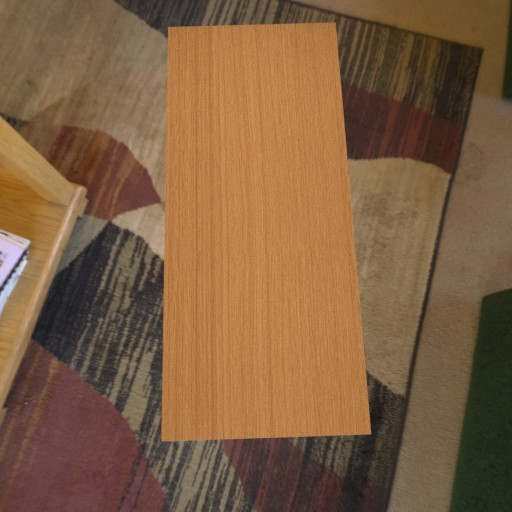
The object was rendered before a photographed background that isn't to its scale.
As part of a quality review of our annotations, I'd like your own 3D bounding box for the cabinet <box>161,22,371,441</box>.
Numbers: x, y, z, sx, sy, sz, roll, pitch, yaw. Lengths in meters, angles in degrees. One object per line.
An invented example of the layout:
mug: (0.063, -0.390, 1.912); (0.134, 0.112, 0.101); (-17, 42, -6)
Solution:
cabinet: (0.000, 0.000, 1.582); (0.470, 1.016, 1.057); (-2, 77, 0)
